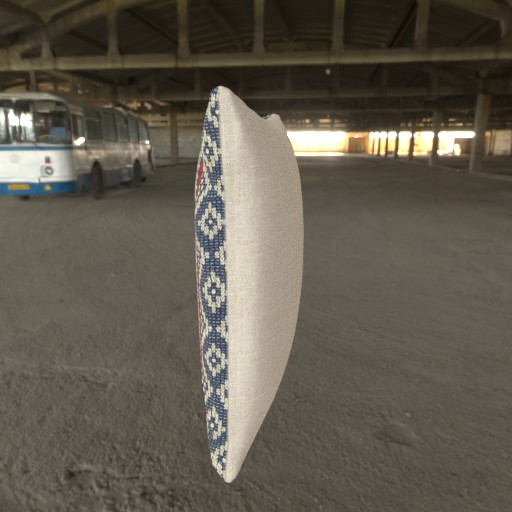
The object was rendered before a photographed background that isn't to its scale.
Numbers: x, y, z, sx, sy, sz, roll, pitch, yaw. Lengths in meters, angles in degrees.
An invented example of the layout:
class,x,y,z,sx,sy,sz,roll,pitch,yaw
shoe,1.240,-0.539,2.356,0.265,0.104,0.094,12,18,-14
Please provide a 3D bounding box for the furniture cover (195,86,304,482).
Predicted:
class,x,y,z,sx,sy,sz,roll,pitch,yaw
furniture cover,0.000,0.000,0.662,0.139,0.431,0.431,2,14,9
